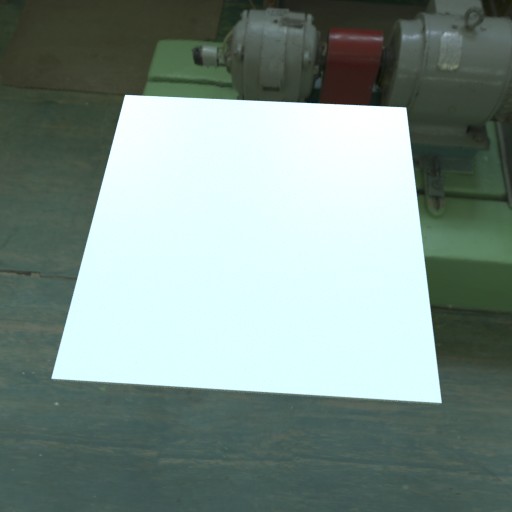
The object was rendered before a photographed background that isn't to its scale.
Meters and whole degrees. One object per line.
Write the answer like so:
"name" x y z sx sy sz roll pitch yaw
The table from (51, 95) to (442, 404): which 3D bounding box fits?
"table" 0.000 0.000 1.046 0.670 0.305 0.670 3 64 2
